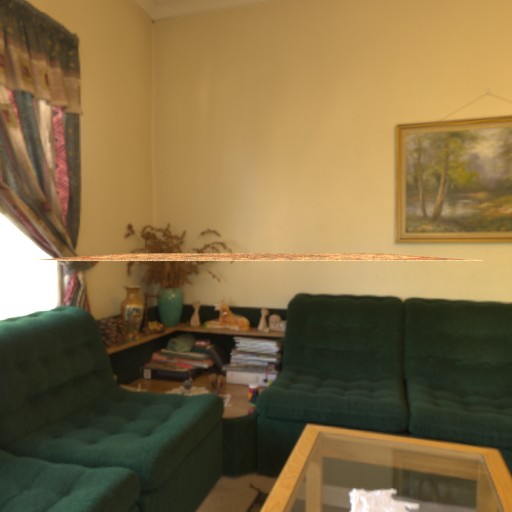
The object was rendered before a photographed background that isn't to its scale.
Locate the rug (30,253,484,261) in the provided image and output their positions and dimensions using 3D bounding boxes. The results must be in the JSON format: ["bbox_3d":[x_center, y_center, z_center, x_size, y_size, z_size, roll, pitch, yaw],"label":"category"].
[{"bbox_3d":[0.000,0.000,4.184,3.067,0.005,2.454,0,1,1],"label":"rug"}]
